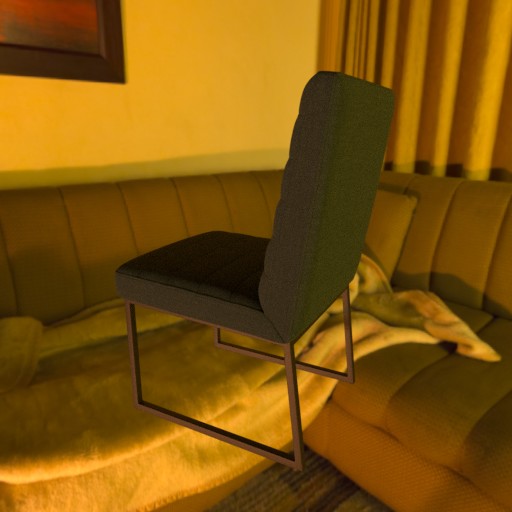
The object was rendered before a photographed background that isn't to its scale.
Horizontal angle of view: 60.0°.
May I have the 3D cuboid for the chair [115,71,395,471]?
[{"bbox_3d":[0.000,0.000,1.283,0.634,0.930,0.520,9,18,27],"label":"chair"}]
